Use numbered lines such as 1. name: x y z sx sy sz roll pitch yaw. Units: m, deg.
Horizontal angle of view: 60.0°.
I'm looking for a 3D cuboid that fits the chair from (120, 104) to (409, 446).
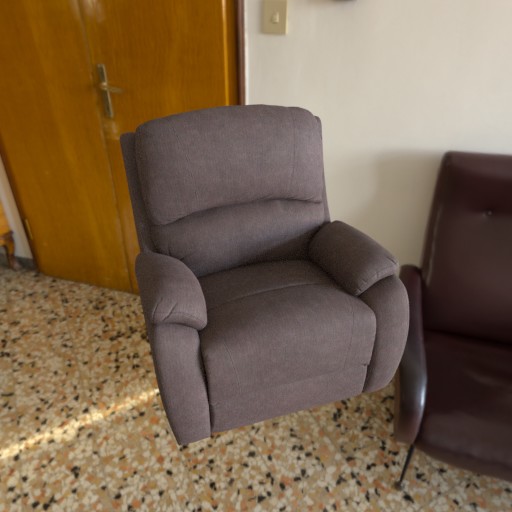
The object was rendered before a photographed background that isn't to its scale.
1. chair: 0.000 0.000 1.753 0.930 1.011 0.899 -10 34 -16
